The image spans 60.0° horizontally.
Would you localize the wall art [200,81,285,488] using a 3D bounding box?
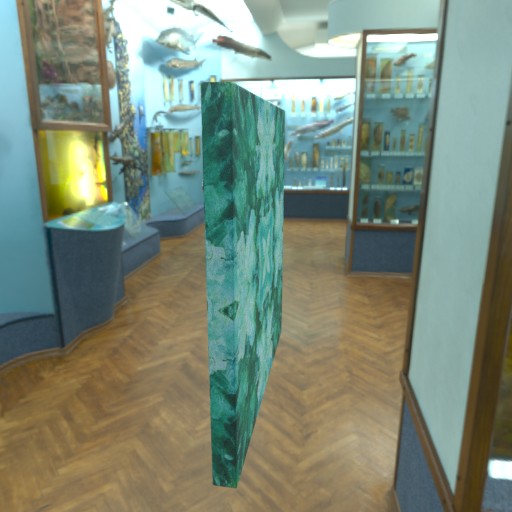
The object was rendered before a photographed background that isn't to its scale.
[{"bbox_3d":[0.000,0.000,0.766,0.038,0.508,0.507,3,15,10],"label":"wall art"}]
